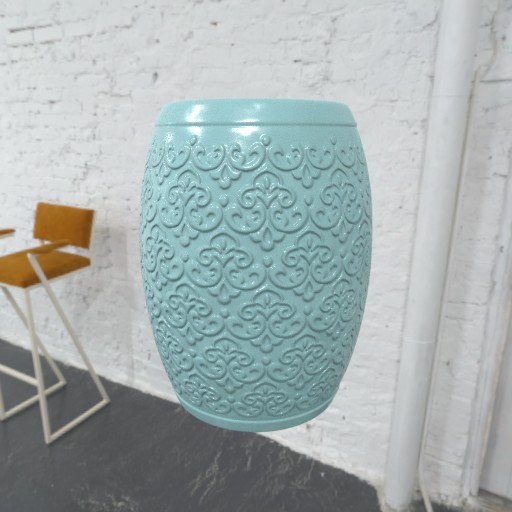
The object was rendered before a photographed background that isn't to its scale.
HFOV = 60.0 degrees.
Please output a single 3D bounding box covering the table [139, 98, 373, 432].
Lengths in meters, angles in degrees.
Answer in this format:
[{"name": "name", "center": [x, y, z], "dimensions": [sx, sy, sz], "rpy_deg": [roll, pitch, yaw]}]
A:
[{"name": "table", "center": [0.000, 0.000, 0.612], "dimensions": [0.309, 0.397, 0.309], "rpy_deg": [0, 15, 0]}]
